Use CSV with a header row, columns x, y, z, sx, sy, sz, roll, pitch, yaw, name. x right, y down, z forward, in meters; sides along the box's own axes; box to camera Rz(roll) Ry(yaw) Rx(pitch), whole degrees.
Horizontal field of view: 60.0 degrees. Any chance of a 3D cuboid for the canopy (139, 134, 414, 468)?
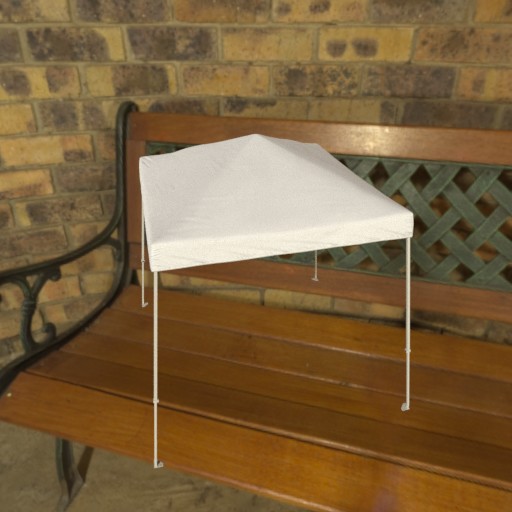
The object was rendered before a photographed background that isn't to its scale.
x,y,z,sx,sy,sz,roll,pitch,yaw,name
0.000,0.000,6.562,3.599,3.600,3.600,-8,31,-13,canopy
